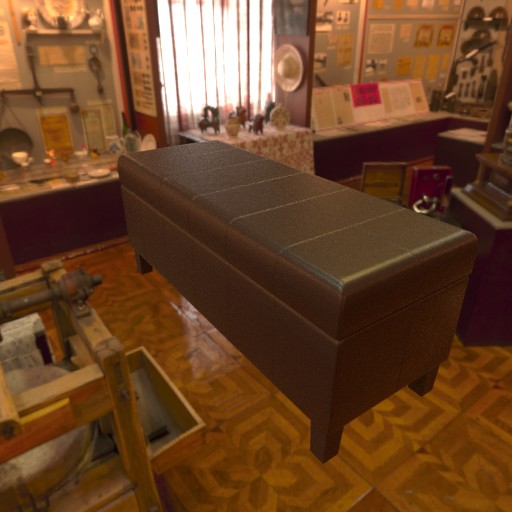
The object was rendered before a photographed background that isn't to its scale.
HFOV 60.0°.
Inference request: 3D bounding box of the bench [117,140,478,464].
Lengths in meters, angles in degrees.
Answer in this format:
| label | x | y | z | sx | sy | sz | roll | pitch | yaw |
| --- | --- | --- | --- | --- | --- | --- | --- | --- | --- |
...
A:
| label | x | y | z | sx | sy | sz | roll | pitch | yaw |
| --- | --- | --- | --- | --- | --- | --- | --- | --- | --- |
| bench | 0.000 | 0.000 | 1.337 | 0.429 | 0.457 | 1.092 | -18 | 32 | -31 |
